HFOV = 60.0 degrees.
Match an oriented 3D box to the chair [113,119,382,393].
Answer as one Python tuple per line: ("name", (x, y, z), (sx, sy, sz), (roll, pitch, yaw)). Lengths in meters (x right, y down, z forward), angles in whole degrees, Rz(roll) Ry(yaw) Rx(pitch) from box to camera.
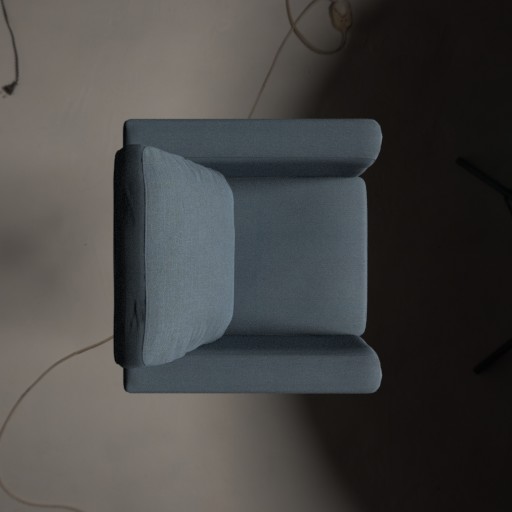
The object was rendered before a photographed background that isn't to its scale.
("chair", (0.000, 0.000, 1.584), (0.820, 0.922, 0.855), (0, 90, 0))
